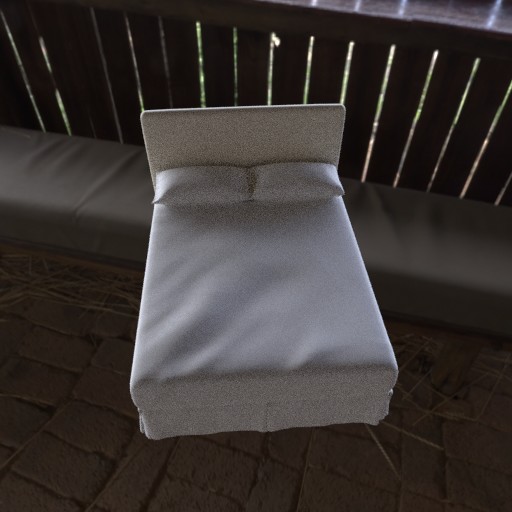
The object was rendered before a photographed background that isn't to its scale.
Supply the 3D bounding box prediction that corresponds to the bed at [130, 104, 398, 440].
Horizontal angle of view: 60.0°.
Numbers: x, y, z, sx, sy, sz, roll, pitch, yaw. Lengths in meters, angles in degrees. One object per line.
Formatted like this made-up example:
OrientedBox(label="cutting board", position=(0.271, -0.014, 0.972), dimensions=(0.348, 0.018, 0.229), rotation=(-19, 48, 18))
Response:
OrientedBox(label="bed", position=(0.000, 0.000, 3.311), dimensions=(1.714, 1.330, 2.147), rotation=(-3, 46, -3))
